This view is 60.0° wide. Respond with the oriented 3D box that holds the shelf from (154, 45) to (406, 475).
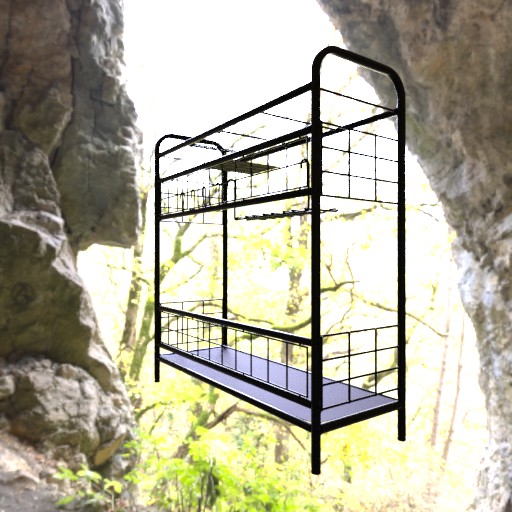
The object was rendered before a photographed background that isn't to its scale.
[{"bbox_3d":[0.000,0.000,1.521,0.350,1.026,0.961,0,0,-36],"label":"shelf"}]
